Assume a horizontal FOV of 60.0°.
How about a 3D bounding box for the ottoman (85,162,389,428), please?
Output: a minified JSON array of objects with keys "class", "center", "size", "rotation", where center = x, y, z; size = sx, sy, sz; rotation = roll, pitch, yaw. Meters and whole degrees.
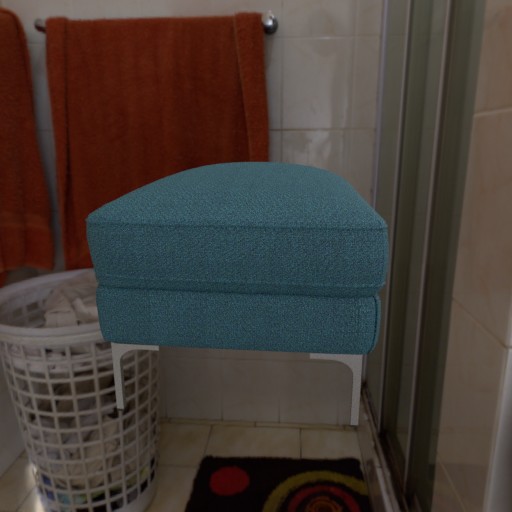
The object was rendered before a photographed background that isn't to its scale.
[{"class":"ottoman","center":[0.000,0.000,1.221],"size":[0.563,0.498,0.856],"rotation":[2,15,6]}]
